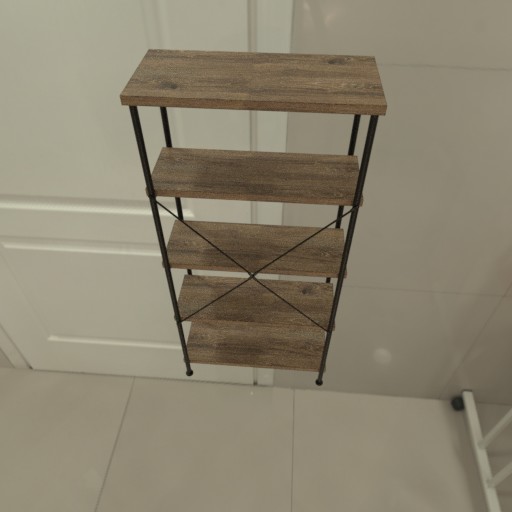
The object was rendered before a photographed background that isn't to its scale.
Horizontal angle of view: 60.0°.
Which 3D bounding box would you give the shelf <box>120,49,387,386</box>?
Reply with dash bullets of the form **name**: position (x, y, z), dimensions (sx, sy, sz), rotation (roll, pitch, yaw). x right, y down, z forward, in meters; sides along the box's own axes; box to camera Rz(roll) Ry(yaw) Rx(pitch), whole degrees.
- **shelf**: position (0.000, 0.000, 2.054), dimensions (0.800, 1.700, 0.360), rotation (3, 46, 3)
